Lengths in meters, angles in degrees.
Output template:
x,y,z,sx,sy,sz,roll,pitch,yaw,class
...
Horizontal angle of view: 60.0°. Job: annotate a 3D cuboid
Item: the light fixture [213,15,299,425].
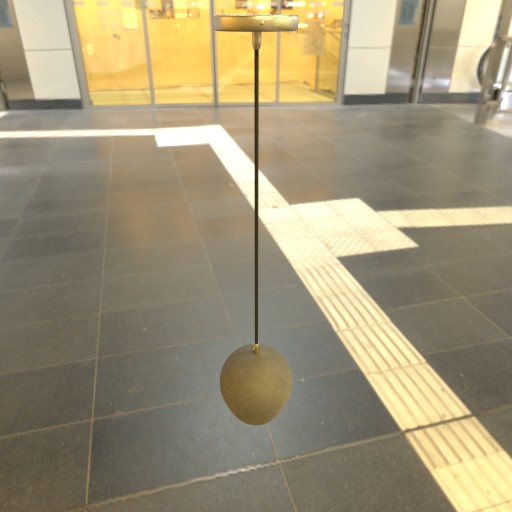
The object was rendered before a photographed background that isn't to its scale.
x,y,z,sx,sy,sz,roll,pitch,yaw,class
0.000,0.000,0.796,0.153,0.760,0.153,-18,33,-30,light fixture
